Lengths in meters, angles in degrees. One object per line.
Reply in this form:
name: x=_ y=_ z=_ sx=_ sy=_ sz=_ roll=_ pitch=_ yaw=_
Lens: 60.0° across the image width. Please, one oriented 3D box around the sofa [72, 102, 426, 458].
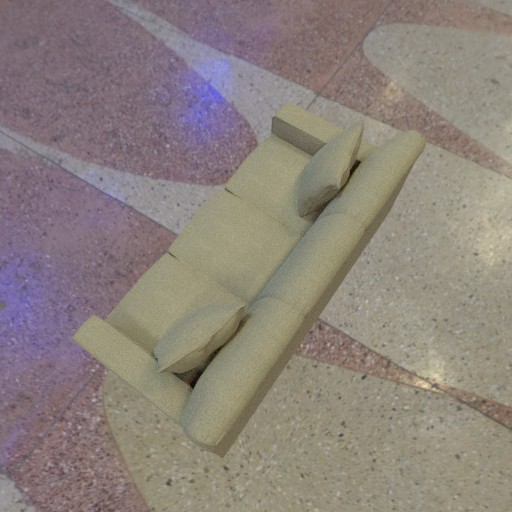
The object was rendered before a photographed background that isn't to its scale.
sofa: x=0.000 y=0.000 z=2.647 sx=0.997 sy=0.958 sz=2.024 roll=32 pitch=68 yaw=15
